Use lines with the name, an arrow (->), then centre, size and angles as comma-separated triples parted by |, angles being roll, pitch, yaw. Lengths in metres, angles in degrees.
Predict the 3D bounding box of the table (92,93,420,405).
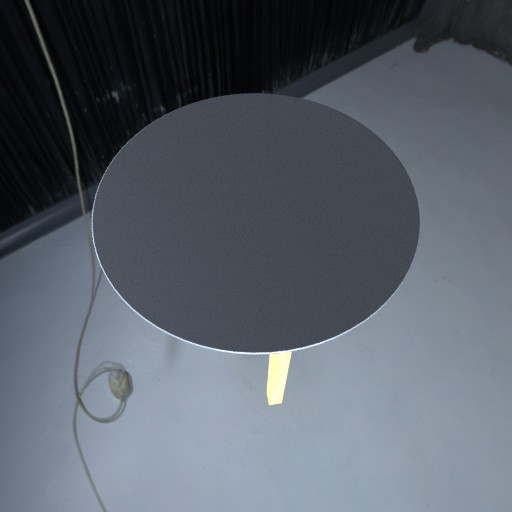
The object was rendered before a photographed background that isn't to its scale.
table -> 0.000, 0.000, 0.997 | 0.600, 0.405, 0.600 | 0, 58, 0
